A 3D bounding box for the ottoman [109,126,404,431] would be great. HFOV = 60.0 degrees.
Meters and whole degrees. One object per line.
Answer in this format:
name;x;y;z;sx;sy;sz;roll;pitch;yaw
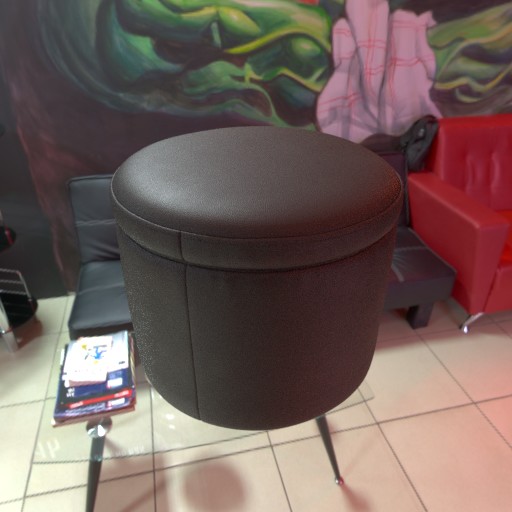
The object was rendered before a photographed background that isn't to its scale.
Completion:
ottoman;0.000;0.000;0.859;0.500;0.409;0.500;0;31;0
